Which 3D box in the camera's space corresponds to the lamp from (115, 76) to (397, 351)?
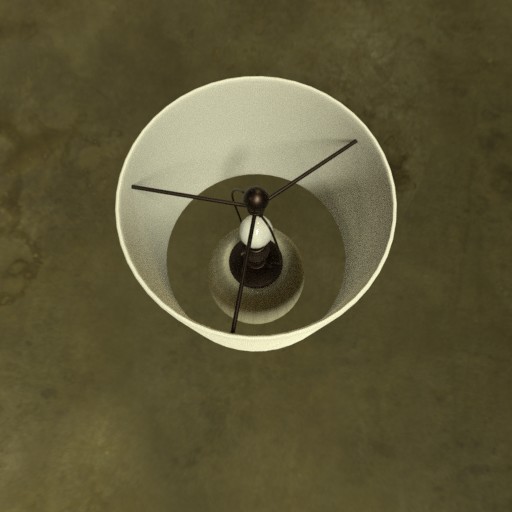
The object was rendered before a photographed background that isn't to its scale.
[{"bbox_3d":[0.000,0.000,0.779,0.329,0.570,0.329,-34,78,-8],"label":"lamp"}]
